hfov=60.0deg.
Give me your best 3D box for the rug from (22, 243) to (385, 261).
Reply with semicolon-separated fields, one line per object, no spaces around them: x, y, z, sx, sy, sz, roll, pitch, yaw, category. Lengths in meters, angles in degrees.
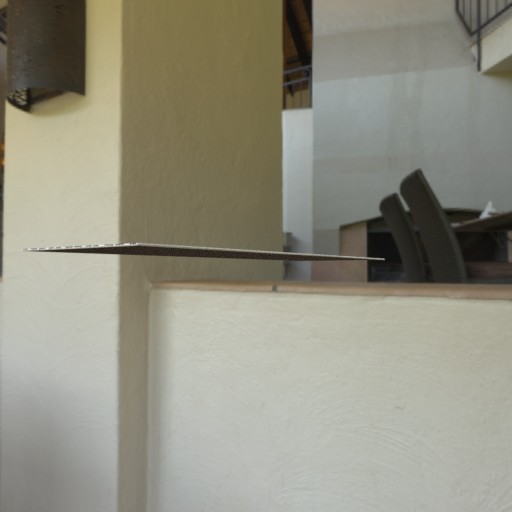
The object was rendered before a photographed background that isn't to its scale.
0.000;0.000;2.682;0.750;0.009;2.435;-1;-2;35;rug
